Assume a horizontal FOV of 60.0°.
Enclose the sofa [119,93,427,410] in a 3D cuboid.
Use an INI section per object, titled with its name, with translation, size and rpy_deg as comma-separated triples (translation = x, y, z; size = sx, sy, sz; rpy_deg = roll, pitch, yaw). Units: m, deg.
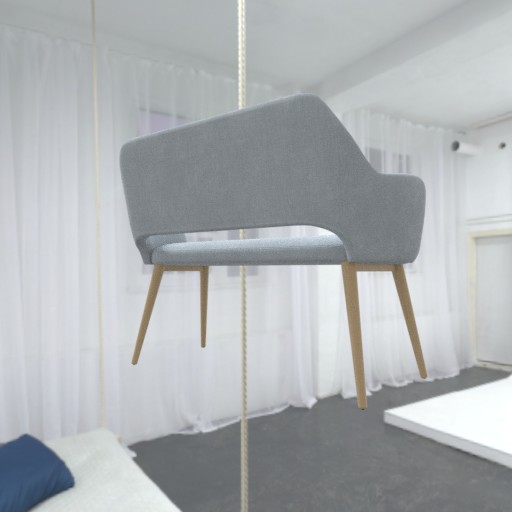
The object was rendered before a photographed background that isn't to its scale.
[sofa]
translation = 0.000, 0.000, 1.602
size = 1.150, 0.840, 0.610
rpy_deg = -1, -2, 36
